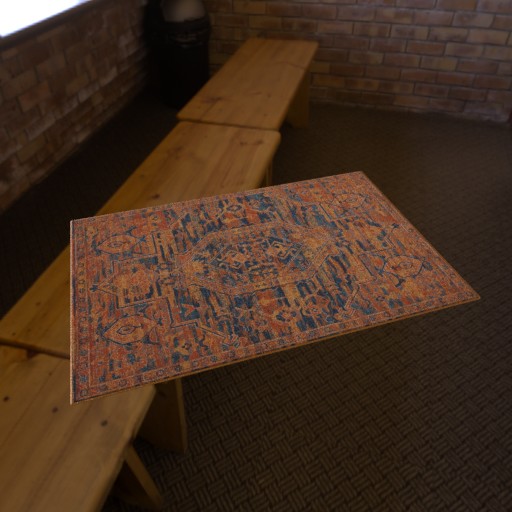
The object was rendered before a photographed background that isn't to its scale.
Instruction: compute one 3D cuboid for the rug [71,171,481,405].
[{"bbox_3d":[0.000,0.000,2.201,1.758,0.013,1.148,-12,43,-13],"label":"rug"}]
